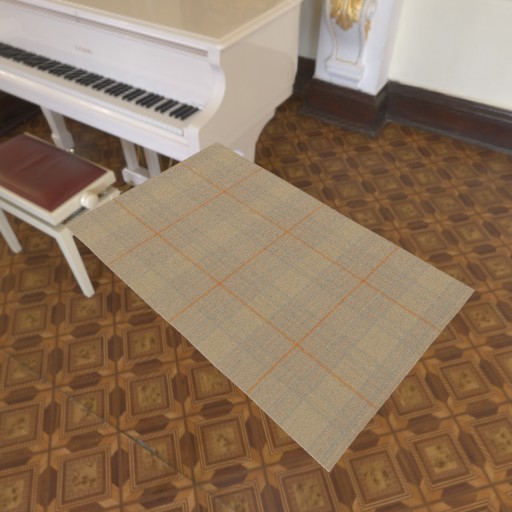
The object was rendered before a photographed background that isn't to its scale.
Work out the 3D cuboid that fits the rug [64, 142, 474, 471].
[{"bbox_3d":[0.000,0.000,3.054,2.442,0.016,1.527,35,57,28],"label":"rug"}]
